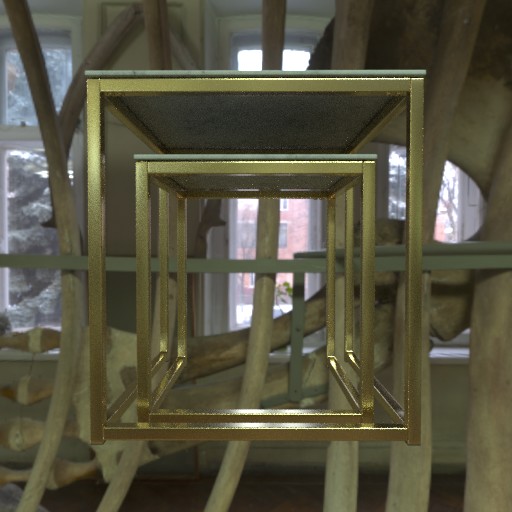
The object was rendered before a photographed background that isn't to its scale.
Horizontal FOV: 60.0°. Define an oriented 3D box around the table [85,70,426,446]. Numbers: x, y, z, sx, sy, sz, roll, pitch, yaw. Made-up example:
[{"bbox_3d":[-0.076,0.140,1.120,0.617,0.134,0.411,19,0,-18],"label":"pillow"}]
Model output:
[{"bbox_3d":[0.000,0.000,0.813,0.450,0.500,0.450,0,1,0],"label":"table"}]
